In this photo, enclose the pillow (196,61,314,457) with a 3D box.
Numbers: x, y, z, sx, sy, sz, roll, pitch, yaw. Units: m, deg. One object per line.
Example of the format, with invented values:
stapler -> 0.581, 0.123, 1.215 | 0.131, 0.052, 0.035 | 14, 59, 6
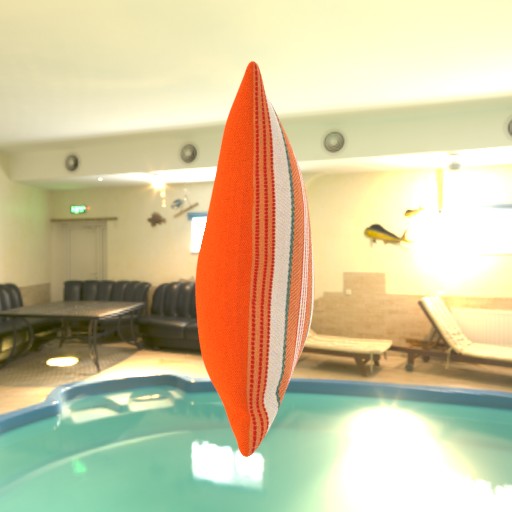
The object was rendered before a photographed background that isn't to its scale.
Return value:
pillow -> 0.000, 0.000, 0.701 | 0.182, 0.441, 0.440 | 0, 1, 1
